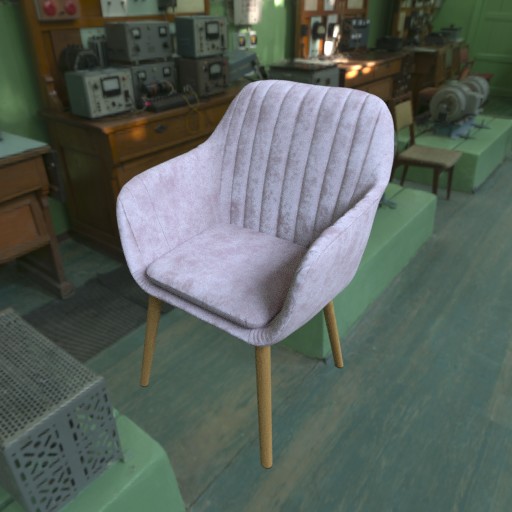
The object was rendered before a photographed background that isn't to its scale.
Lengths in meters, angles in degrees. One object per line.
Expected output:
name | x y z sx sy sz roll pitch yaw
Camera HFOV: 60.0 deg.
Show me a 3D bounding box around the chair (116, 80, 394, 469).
chair | 0.000 0.000 1.238 0.610 0.832 0.570 20 36 30
